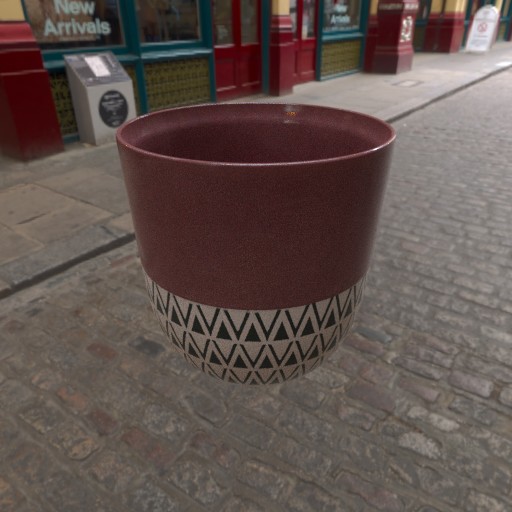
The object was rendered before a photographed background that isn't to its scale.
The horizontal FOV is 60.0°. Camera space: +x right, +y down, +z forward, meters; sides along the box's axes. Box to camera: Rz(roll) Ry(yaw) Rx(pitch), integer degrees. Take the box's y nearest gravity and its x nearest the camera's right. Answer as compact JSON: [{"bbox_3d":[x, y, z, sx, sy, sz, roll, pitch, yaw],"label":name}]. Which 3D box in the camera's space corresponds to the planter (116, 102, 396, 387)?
[{"bbox_3d":[0.000,0.000,0.369,0.195,0.214,0.195,0,28,0],"label":"planter"}]
